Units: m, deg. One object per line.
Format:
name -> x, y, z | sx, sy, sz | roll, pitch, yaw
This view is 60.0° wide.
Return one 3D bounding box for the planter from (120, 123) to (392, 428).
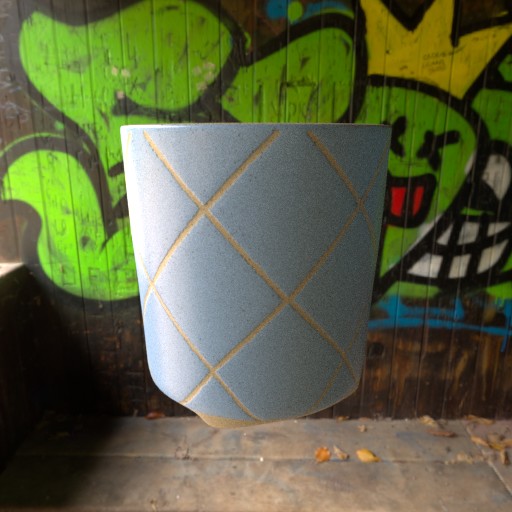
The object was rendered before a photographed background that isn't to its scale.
planter -> 0.000, 0.000, 0.417 | 0.227, 0.235, 0.227 | 0, 15, 0
